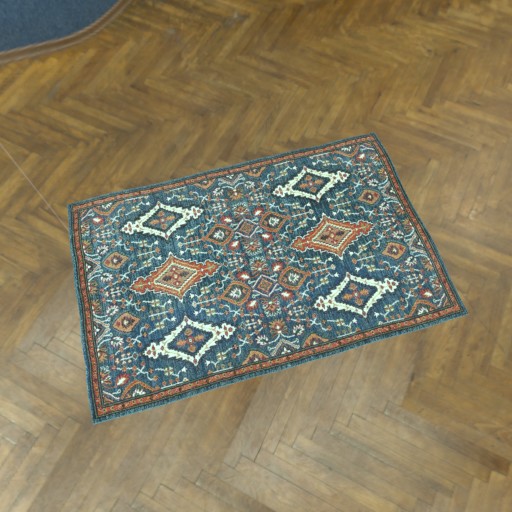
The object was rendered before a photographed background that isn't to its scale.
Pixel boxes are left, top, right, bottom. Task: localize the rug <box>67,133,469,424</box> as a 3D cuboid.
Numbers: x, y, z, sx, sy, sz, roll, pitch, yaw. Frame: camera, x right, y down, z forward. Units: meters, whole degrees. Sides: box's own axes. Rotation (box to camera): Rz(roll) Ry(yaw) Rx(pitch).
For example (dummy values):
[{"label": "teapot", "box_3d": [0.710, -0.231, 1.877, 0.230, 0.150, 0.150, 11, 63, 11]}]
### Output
[{"label": "rug", "box_3d": [0.000, 0.000, 2.307, 1.847, 0.014, 1.195, -15, 65, -7]}]
